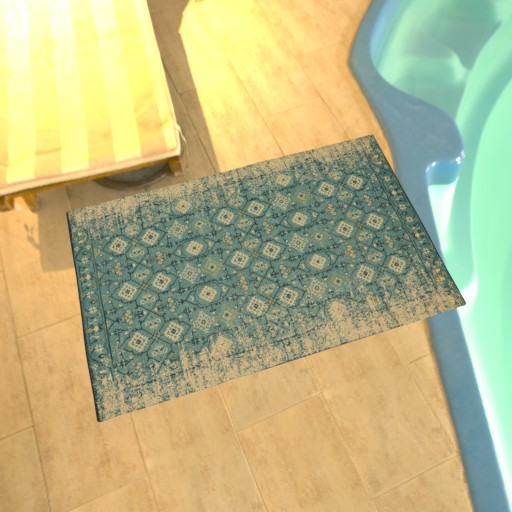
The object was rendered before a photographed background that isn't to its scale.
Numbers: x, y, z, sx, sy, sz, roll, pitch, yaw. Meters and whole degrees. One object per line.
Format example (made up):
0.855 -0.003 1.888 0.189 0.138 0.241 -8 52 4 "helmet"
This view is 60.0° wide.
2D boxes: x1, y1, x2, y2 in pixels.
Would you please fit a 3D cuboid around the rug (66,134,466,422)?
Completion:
0.000 0.000 3.083 2.449 0.015 1.530 -16 65 -8 "rug"
